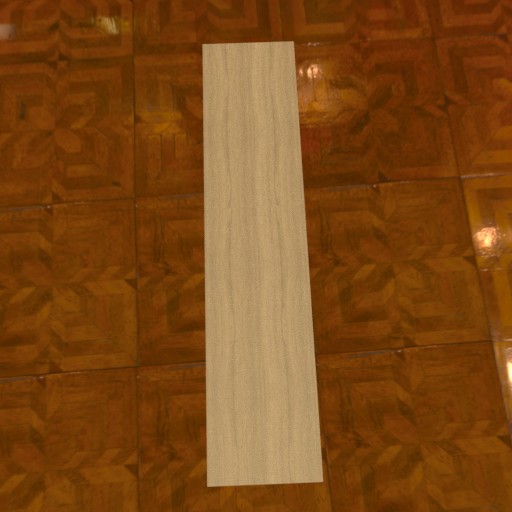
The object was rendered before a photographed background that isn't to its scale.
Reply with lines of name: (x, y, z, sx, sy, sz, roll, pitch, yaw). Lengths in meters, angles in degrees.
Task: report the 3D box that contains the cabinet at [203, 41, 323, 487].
cabinet: (0.000, 0.000, 2.527, 0.499, 0.779, 2.198, -2, 76, -1)
